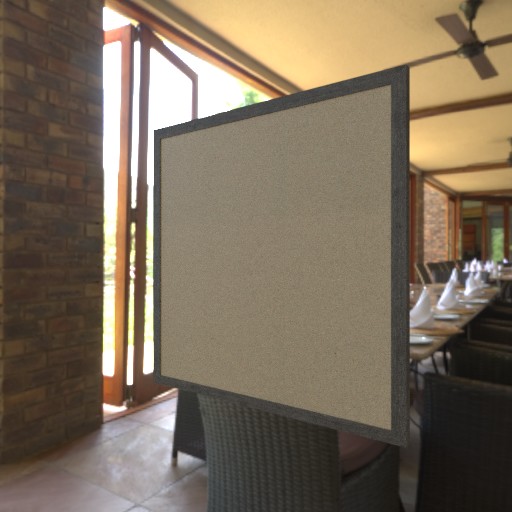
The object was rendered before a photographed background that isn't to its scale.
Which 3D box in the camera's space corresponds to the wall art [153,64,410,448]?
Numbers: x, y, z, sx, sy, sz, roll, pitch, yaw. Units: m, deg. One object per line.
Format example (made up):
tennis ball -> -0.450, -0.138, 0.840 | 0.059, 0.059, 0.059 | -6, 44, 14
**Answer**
wall art -> 0.000, 0.000, 0.670 | 0.457, 0.457, 0.013 | 0, 0, 37
